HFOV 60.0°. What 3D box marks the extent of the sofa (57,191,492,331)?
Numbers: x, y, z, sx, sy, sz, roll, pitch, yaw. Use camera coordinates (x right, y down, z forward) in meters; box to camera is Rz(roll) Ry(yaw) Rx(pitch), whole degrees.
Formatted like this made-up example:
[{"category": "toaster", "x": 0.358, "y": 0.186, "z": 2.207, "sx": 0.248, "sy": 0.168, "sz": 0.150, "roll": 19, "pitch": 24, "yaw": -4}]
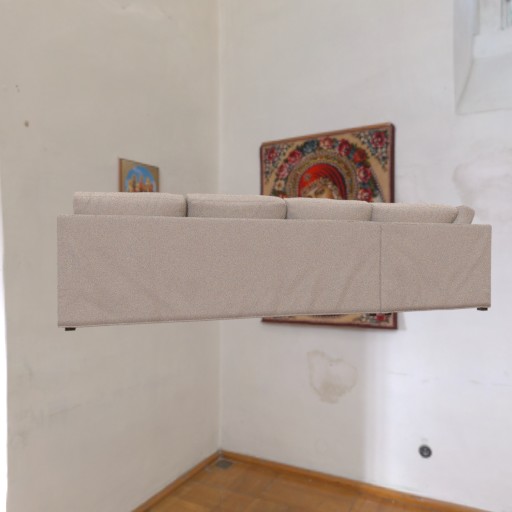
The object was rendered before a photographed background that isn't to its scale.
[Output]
[{"category": "sofa", "x": 0.000, "y": 0.000, "z": 4.181, "sx": 3.182, "sy": 0.871, "sz": 2.432, "roll": 0, "pitch": 1, "yaw": -17}]
